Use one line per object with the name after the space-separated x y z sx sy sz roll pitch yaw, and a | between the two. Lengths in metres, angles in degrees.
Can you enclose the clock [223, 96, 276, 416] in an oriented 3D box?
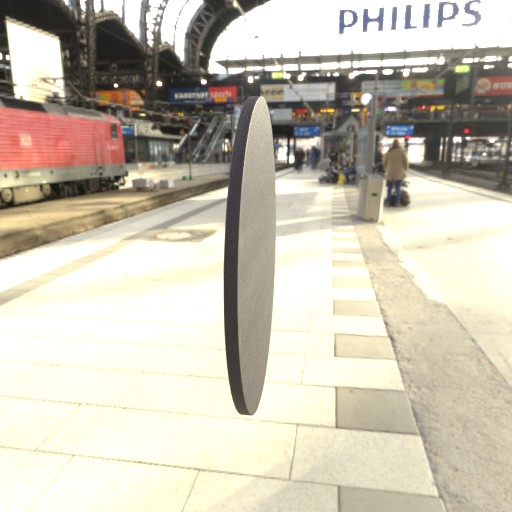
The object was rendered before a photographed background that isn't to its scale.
0.000 0.000 0.879 0.029 0.595 0.595 2 13 7 | clock
